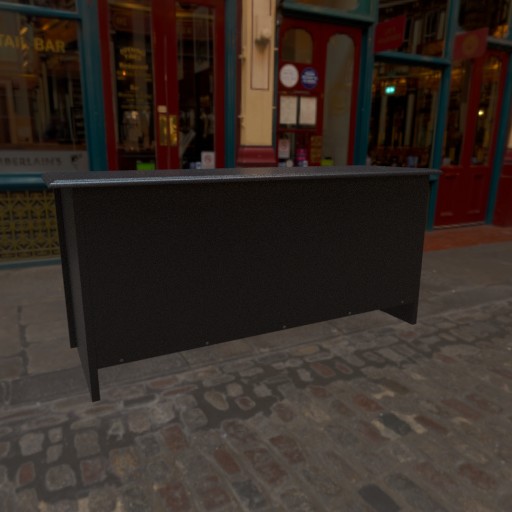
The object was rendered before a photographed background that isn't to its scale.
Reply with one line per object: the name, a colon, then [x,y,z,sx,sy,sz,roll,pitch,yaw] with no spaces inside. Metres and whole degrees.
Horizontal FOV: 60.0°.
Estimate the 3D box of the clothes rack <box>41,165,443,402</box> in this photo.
clothes rack: [0.000,0.000,1.469,1.219,0.556,0.406,-7,15,-26]
